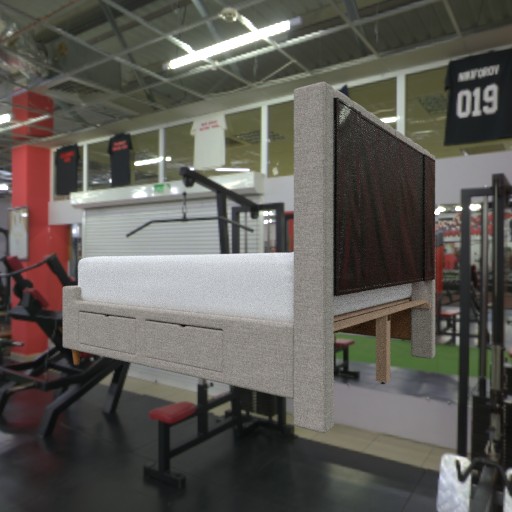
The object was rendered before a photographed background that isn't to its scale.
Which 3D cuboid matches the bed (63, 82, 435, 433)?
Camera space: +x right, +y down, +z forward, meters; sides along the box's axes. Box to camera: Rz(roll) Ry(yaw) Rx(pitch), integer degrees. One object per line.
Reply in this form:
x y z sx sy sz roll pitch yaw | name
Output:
0.000 0.000 3.680 2.372 1.748 2.044 0 0 36 | bed
